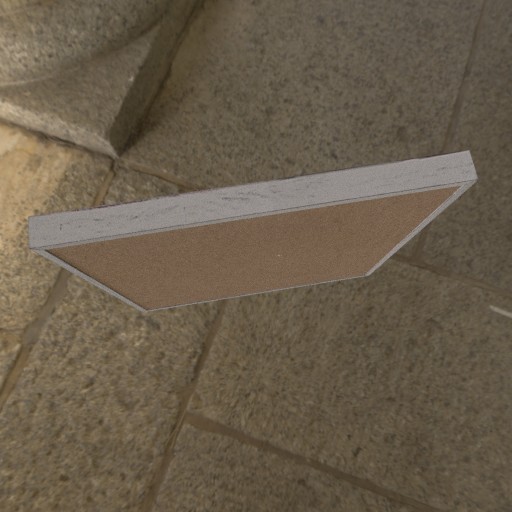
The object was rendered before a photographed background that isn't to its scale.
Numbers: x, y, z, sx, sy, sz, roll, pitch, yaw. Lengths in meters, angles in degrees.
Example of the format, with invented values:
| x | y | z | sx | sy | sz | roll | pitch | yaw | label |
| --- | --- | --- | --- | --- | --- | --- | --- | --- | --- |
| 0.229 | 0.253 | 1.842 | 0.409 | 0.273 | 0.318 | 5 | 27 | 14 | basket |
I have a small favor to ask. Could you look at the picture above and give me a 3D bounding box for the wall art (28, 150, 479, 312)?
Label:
| x | y | z | sx | sy | sz | roll | pitch | yaw | label |
| --- | --- | --- | --- | --- | --- | --- | --- | --- | --- |
| 0.000 | 0.000 | 0.744 | 0.508 | 0.508 | 0.038 | -9 | 75 | -2 | wall art |
